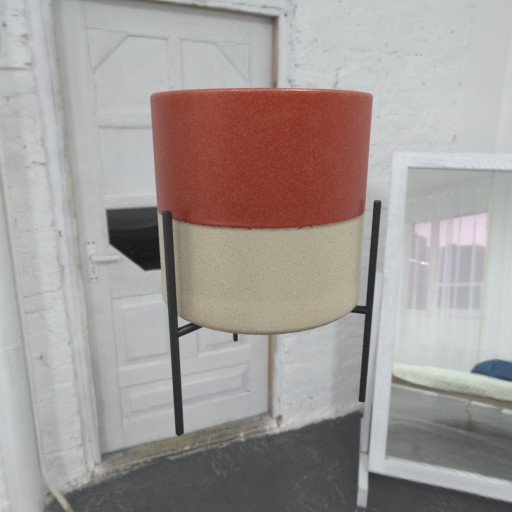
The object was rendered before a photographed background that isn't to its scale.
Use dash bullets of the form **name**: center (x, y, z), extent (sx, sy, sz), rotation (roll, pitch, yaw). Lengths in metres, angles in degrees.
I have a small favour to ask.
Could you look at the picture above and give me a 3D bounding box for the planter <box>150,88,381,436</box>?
- **planter**: center (0.000, 0.000, 0.519), extent (0.235, 0.354, 0.251), rotation (15, 23, 42)
